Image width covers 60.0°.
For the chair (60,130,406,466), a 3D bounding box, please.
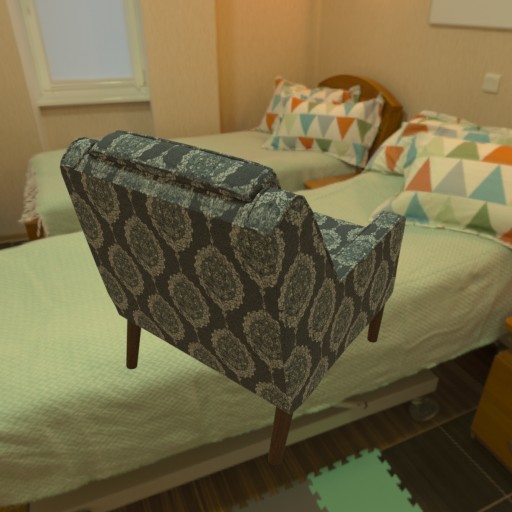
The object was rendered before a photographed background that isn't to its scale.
[{"bbox_3d":[0.000,0.000,1.327,0.663,0.792,0.743,21,36,32],"label":"chair"}]
